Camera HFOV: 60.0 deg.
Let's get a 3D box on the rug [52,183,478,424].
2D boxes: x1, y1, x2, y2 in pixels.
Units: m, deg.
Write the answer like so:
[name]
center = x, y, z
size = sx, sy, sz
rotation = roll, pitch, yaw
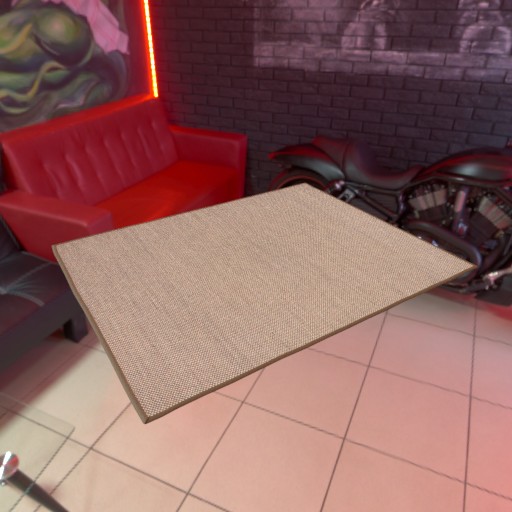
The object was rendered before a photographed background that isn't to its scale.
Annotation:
[rug]
center = 0.000, 0.000, 3.984
size = 3.041, 0.020, 2.413
rotation = -18, 35, -28
